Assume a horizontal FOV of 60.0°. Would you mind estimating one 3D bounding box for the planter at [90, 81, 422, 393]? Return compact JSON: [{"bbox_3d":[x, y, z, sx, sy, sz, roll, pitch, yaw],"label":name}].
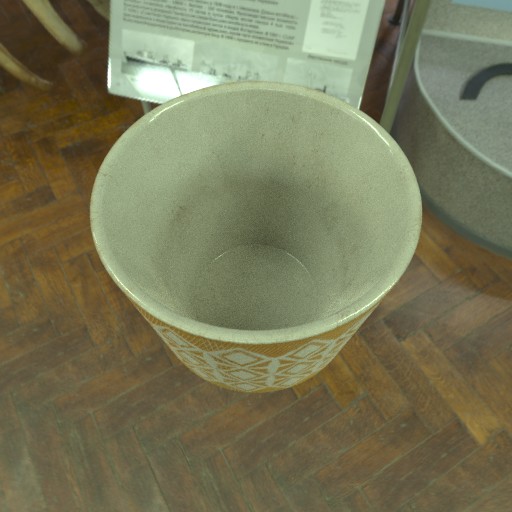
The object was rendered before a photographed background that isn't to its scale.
[{"bbox_3d":[0.000,0.000,0.216,0.126,0.104,0.126,0,59,0],"label":"planter"}]
